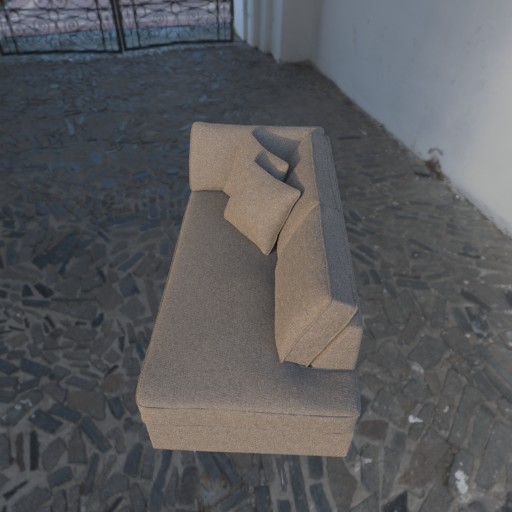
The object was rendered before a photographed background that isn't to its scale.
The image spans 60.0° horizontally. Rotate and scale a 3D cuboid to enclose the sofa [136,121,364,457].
[{"bbox_3d":[0.000,0.000,2.909,1.110,1.033,2.237,1,42,2],"label":"sofa"}]
